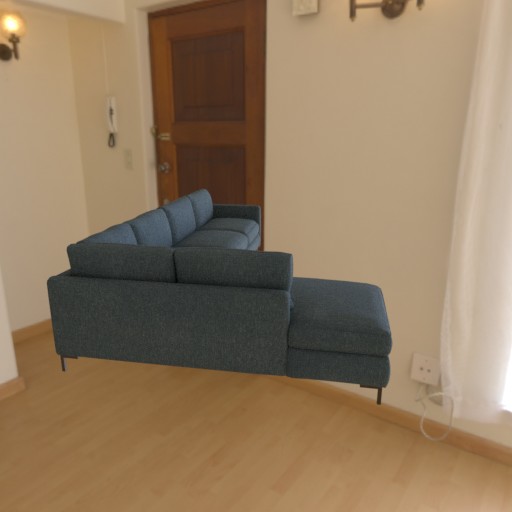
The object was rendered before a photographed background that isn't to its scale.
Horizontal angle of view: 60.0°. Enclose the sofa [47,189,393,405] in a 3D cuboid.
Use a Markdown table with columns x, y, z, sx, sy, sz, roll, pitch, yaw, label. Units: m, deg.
| x | y | z | sx | sy | sz | roll | pitch | yaw | label |
| --- | --- | --- | --- | --- | --- | --- | --- | --- | --- |
| 0.000 | 0.000 | 3.858 | 2.007 | 0.815 | 2.949 | 3 | 16 | 10 | sofa |
